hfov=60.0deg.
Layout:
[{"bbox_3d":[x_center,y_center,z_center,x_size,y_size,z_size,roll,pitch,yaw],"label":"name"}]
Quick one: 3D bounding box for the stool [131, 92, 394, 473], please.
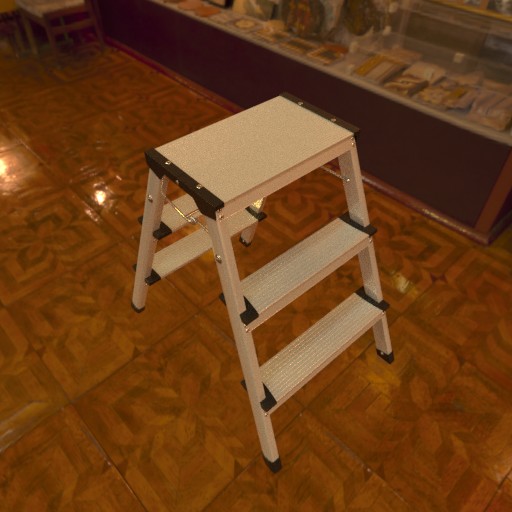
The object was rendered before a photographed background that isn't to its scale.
[{"bbox_3d":[0.000,0.000,1.019,0.437,0.605,0.622,-32,54,-27],"label":"stool"}]
